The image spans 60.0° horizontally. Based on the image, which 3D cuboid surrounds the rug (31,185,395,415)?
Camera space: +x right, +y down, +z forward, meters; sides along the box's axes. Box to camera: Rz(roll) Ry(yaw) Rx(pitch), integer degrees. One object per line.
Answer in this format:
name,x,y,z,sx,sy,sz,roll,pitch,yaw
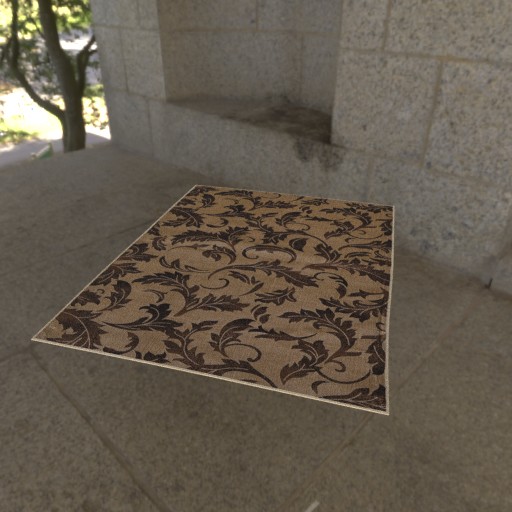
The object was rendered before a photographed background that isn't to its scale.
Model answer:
rug,0.000,0.000,3.979,2.380,0.008,2.977,8,31,13
